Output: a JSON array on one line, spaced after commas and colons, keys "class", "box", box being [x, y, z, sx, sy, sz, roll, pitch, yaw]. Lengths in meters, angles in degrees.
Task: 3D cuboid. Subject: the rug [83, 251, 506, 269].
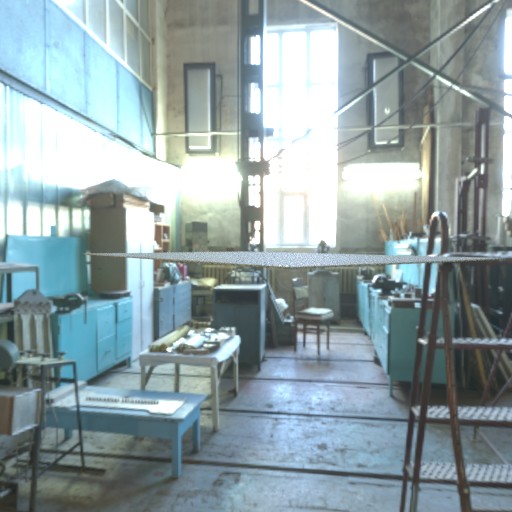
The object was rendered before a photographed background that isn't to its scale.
[{"class": "rug", "box": [0.000, 0.000, 2.904, 1.526, 0.008, 2.441, -1, 2, -36]}]
